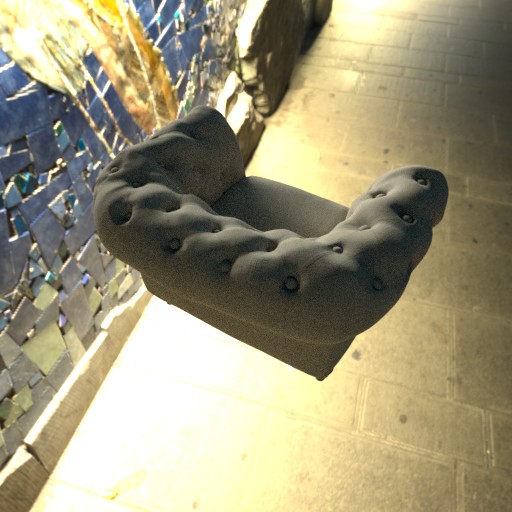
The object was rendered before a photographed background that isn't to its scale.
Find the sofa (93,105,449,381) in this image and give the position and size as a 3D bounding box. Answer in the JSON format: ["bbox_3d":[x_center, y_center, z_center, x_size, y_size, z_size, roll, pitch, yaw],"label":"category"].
[{"bbox_3d":[0.000,0.000,2.090,1.405,0.878,1.034,23,49,21],"label":"sofa"}]
